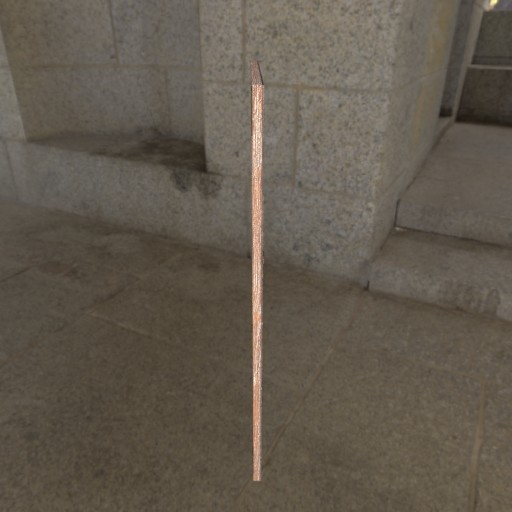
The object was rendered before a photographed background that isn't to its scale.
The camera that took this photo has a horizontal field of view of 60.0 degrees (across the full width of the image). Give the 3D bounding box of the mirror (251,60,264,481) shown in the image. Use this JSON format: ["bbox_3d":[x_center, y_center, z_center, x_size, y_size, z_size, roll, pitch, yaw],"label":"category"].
[{"bbox_3d":[0.000,0.000,1.277,0.025,0.996,0.705,0,27,-1],"label":"mirror"}]
